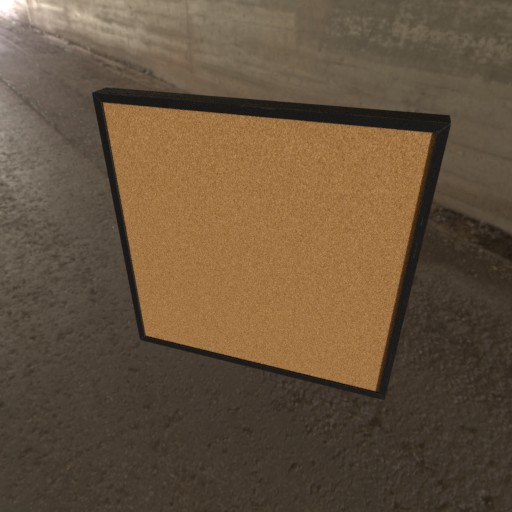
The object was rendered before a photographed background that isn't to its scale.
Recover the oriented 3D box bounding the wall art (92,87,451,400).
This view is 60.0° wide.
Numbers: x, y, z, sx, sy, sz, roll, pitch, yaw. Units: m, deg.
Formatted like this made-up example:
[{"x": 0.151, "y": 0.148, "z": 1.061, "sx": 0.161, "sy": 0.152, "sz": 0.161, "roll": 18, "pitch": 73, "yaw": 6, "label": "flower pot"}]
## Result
[{"x": 0.000, "y": 0.000, "z": 0.751, "sx": 0.506, "sy": 0.506, "sz": 0.036, "roll": 10, "pitch": 34, "yaw": 15, "label": "wall art"}]
